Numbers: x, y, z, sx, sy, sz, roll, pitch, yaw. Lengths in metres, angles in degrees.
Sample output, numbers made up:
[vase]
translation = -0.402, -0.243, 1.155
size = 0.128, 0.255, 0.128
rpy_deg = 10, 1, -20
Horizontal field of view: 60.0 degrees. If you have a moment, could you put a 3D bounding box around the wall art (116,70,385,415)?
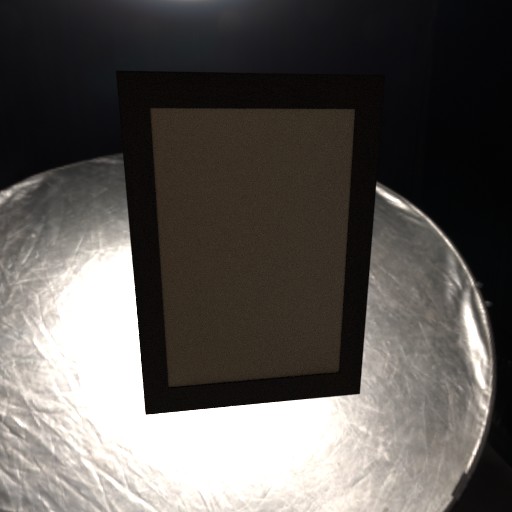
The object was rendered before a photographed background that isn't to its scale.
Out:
[wall art]
translation = 0.000, 0.000, 0.664
size = 0.359, 0.508, 0.013
rpy_deg = -3, 17, -9
